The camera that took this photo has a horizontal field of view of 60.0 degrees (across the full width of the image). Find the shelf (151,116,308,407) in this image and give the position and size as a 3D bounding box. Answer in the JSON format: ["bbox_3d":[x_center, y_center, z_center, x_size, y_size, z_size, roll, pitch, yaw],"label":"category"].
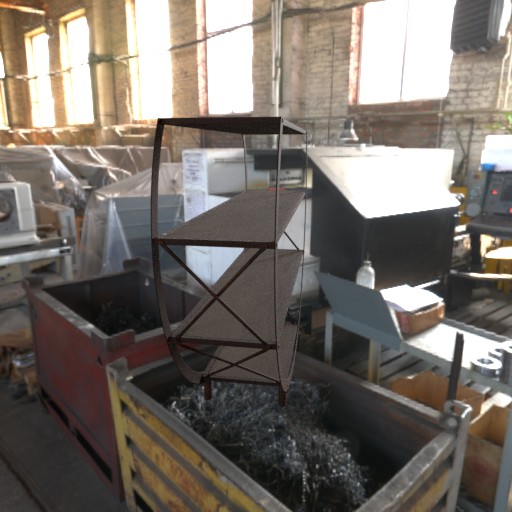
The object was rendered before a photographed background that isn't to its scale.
[{"bbox_3d":[0.000,0.000,1.892,0.344,1.063,1.403,2,14,9],"label":"shelf"}]
